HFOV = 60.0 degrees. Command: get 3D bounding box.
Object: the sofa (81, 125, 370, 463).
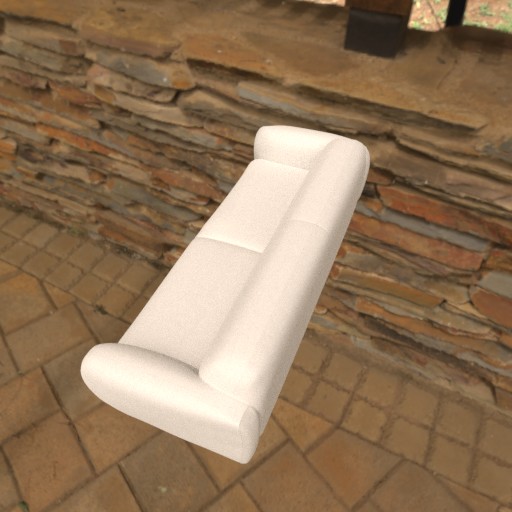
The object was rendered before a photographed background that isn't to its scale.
[{"bbox_3d":[0.000,0.000,2.684,0.880,0.780,2.257,17,49,15],"label":"sofa"}]
